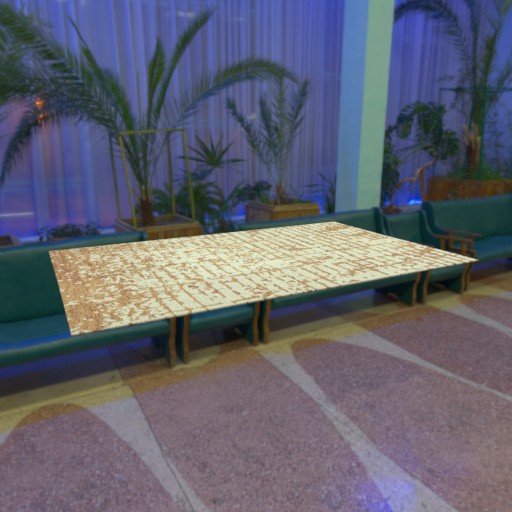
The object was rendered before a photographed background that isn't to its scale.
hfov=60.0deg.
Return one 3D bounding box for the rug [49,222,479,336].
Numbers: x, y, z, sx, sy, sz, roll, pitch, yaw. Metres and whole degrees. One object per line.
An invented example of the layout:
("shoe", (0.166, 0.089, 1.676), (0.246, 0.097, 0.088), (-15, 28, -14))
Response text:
("rug", (0.000, 0.000, 2.948), (2.435, 0.011, 1.517), (-8, 17, -26))
